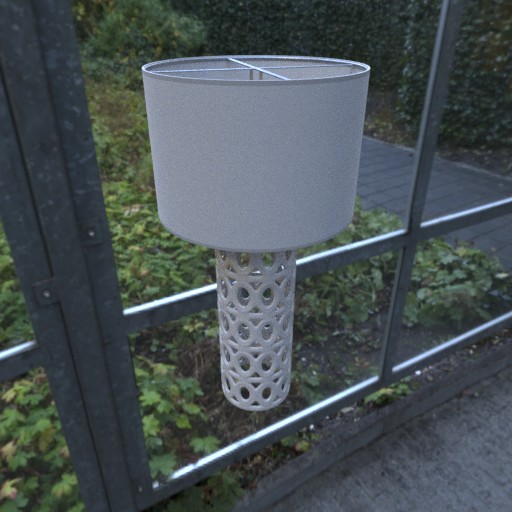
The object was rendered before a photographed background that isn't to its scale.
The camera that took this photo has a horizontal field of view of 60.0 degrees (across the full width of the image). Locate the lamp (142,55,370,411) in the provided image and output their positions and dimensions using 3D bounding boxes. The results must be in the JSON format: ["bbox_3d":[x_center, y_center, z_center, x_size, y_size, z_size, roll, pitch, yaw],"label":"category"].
[{"bbox_3d":[0.000,0.000,0.800,0.324,0.636,0.325,-9,30,-15],"label":"lamp"}]
